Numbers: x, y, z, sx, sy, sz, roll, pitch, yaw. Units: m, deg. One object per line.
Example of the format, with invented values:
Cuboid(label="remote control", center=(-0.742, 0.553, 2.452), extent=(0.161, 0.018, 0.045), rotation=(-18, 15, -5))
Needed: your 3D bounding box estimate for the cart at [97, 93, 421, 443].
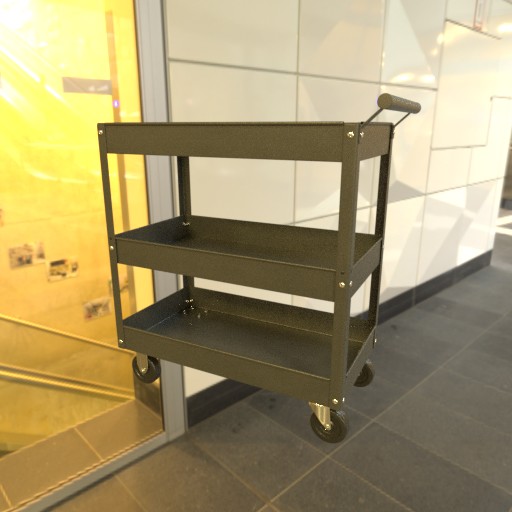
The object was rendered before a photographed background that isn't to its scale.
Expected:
Cuboid(label="cart", center=(0.000, 0.000, 1.189), extent=(0.719, 0.780, 0.366), rotation=(8, 18, 26))
